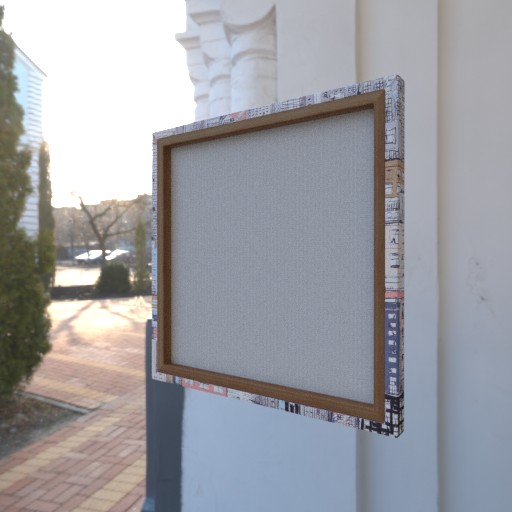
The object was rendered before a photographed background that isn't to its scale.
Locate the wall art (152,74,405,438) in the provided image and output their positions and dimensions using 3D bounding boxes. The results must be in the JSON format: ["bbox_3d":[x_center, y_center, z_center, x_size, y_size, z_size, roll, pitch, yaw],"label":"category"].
[{"bbox_3d":[0.000,0.000,1.163,0.761,0.762,0.048,0,0,36],"label":"wall art"}]
